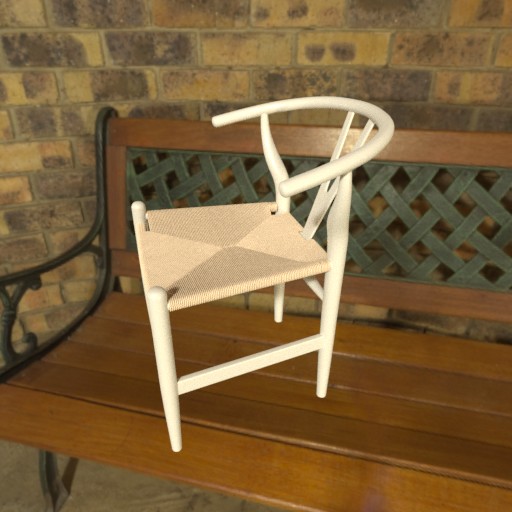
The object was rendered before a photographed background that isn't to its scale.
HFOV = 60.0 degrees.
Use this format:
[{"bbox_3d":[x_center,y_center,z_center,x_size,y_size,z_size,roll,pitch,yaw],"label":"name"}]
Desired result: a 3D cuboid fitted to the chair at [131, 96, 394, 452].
[{"bbox_3d":[0.000,0.000,1.146,0.579,0.730,0.569,-9,31,-15],"label":"chair"}]
